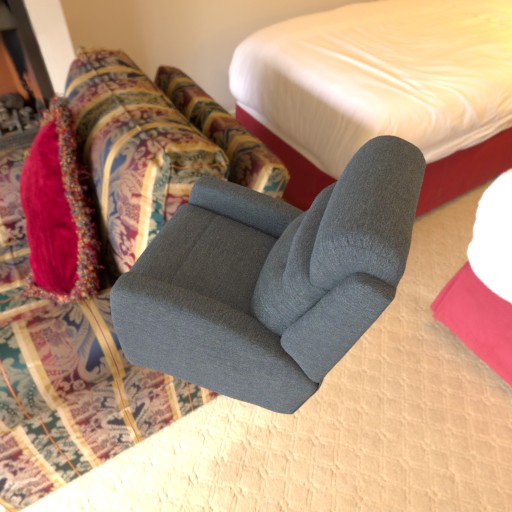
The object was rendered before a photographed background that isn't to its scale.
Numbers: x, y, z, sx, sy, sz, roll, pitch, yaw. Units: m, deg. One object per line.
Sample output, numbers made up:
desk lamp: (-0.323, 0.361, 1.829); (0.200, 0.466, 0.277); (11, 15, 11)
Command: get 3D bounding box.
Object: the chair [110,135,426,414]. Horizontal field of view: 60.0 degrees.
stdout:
chair: (0.000, 0.000, 1.748); (1.043, 1.013, 0.798); (15, 47, 15)
